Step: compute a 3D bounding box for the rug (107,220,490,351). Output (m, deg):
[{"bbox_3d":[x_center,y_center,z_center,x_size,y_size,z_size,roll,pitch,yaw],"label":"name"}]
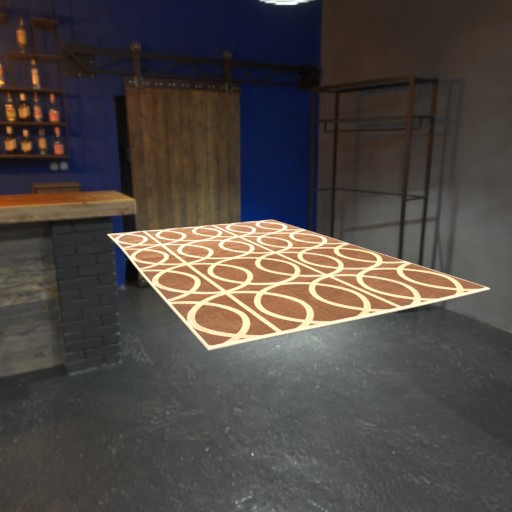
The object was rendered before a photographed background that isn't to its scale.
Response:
[{"bbox_3d":[0.000,0.000,2.899,1.528,0.014,2.294,-7,16,-26],"label":"rug"}]
